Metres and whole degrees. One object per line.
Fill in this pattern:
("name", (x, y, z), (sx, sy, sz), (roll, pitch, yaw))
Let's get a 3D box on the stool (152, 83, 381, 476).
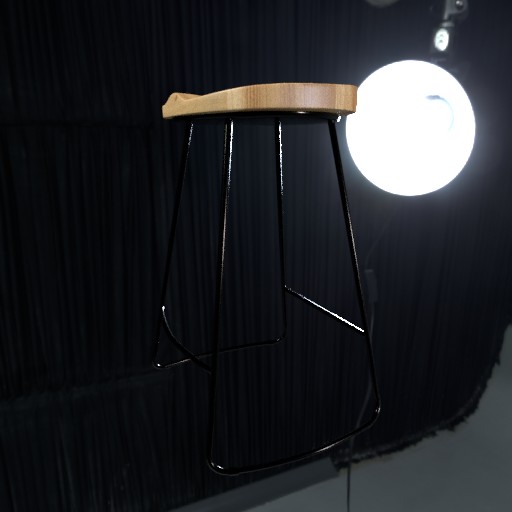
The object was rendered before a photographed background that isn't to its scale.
("stool", (0.000, 0.000, 0.965), (0.401, 0.679, 0.480), (-7, 16, -26))
